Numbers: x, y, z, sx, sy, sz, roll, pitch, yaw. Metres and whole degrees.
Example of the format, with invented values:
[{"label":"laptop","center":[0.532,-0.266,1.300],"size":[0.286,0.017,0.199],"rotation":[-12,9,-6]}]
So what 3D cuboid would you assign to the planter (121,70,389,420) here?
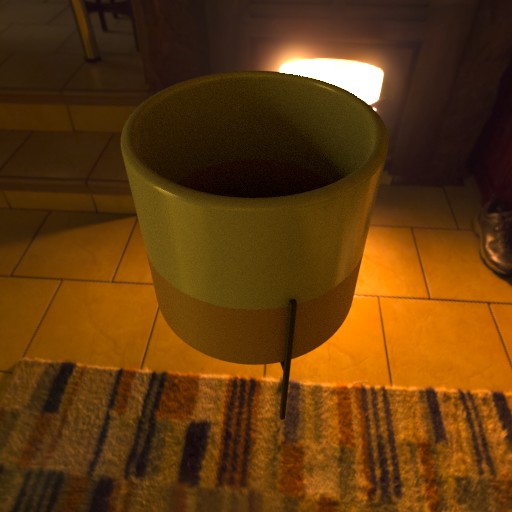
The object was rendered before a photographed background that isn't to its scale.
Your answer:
[{"label":"planter","center":[0.000,0.000,0.743],"size":[0.348,0.480,0.360],"rotation":[-11,46,-11]}]
